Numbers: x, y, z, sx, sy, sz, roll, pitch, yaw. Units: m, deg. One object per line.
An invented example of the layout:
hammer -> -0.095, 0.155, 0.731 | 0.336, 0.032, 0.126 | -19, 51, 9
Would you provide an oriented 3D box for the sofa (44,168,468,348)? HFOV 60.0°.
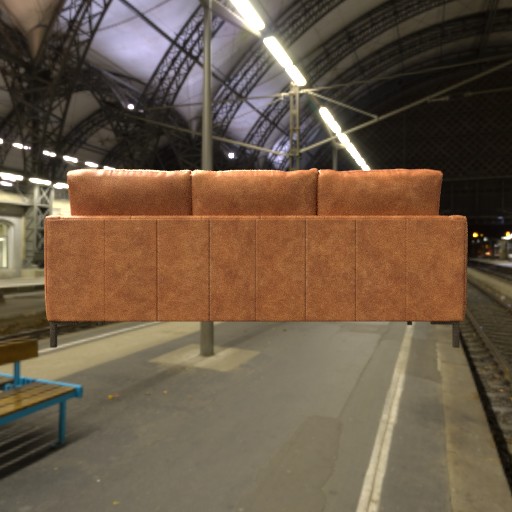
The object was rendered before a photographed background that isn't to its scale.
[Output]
sofa -> 0.000, 0.000, 2.455 | 2.029, 0.863, 0.748 | 0, 1, 0
